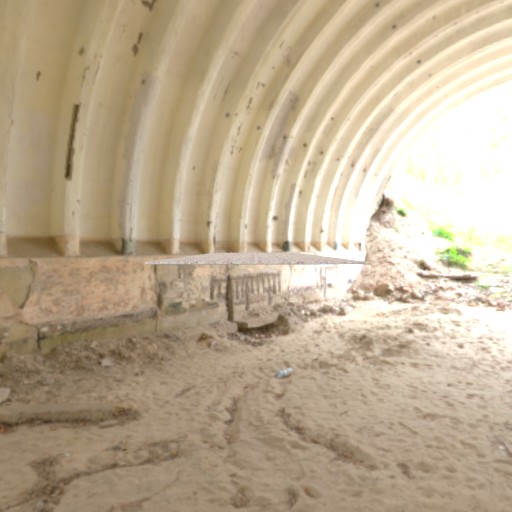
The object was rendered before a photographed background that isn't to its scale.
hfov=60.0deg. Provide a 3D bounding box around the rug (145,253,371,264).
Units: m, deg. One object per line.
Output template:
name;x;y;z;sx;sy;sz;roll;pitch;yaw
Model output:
rug;0.000;0.000;2.684;0.750;0.009;2.435;0;1;0
